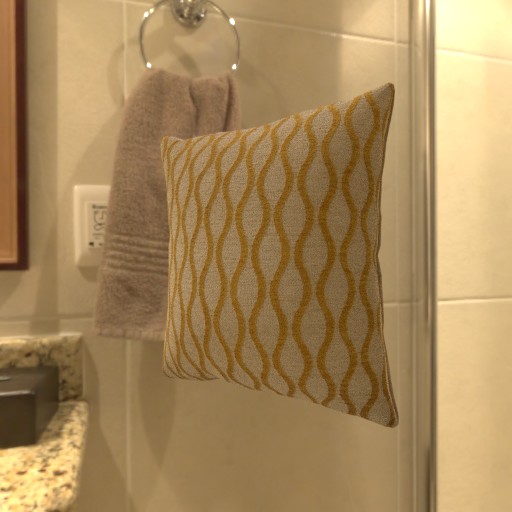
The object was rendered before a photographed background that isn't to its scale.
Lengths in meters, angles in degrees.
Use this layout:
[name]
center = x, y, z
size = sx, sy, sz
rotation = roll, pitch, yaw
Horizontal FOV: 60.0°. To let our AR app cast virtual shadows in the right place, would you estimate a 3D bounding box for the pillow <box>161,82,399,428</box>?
[pillow]
center = 0.000, 0.000, 0.674
size = 0.429, 0.436, 0.159
rotation = 0, 0, 35
